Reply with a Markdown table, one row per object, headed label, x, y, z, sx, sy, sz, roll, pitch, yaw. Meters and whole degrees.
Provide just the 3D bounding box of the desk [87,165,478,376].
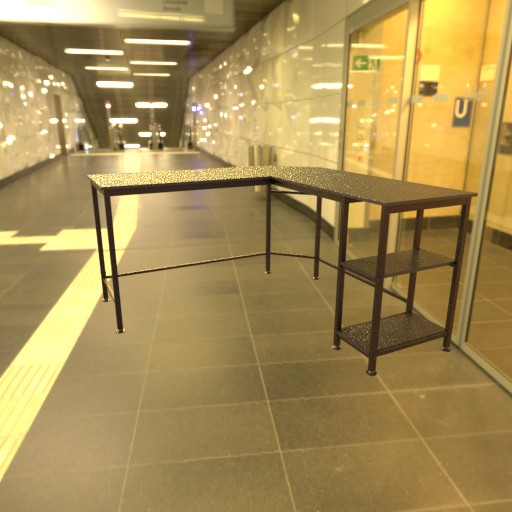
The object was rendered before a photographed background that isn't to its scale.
| label | x | y | z | sx | sy | sz | roll | pitch | yaw |
| --- | --- | --- | --- | --- | --- | --- | --- | --- | --- |
| desk | 0.000 | 0.000 | 2.249 | 1.379 | 0.739 | 1.379 | -9 | 19 | -26 |
